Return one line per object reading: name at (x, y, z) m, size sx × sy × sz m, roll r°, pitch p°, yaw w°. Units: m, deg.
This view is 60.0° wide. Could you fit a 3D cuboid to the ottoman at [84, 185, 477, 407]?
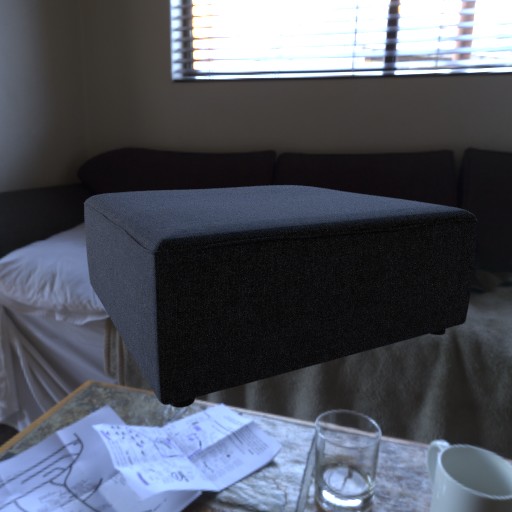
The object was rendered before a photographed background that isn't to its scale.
ottoman at (0.000, 0.000, 1.571) m, size 1.023 × 0.423 × 1.017 m, roll -7°, pitch 15°, yaw -27°
